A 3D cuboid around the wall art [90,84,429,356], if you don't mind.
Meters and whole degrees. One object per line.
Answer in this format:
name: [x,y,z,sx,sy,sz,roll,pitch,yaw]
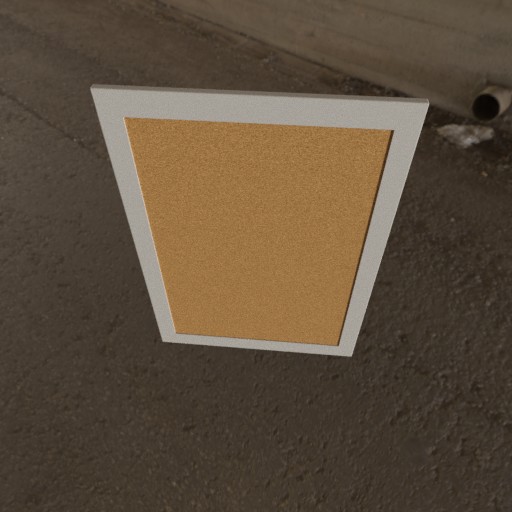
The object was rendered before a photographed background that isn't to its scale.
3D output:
wall art: [0.000,0.000,0.684,0.374,0.529,0.012,4,47,3]
